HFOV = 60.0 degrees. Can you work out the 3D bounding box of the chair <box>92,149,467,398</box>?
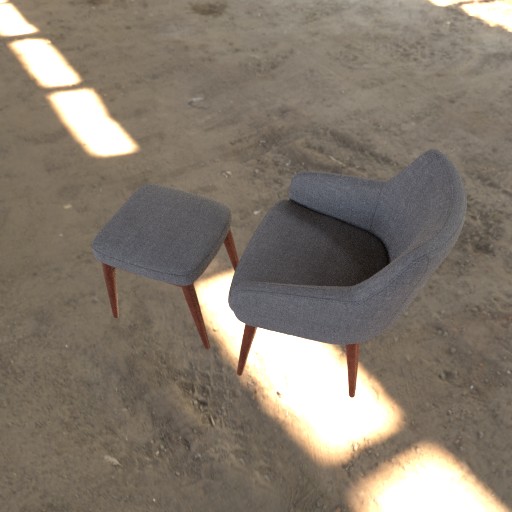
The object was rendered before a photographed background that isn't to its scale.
[{"bbox_3d":[0.000,0.000,1.498,1.107,0.799,0.584,16,49,14],"label":"chair"}]
